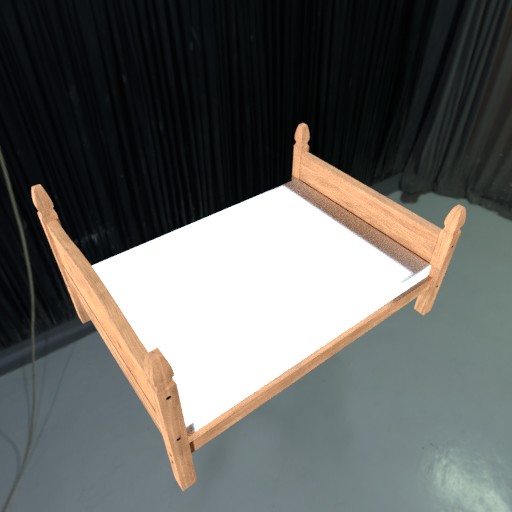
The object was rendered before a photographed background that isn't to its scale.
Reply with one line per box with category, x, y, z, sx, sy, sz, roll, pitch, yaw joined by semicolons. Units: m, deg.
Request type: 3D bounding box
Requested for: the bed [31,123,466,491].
bed;0.000;0.000;2.836;2.069;1.100;1.490;-27;48;-27
